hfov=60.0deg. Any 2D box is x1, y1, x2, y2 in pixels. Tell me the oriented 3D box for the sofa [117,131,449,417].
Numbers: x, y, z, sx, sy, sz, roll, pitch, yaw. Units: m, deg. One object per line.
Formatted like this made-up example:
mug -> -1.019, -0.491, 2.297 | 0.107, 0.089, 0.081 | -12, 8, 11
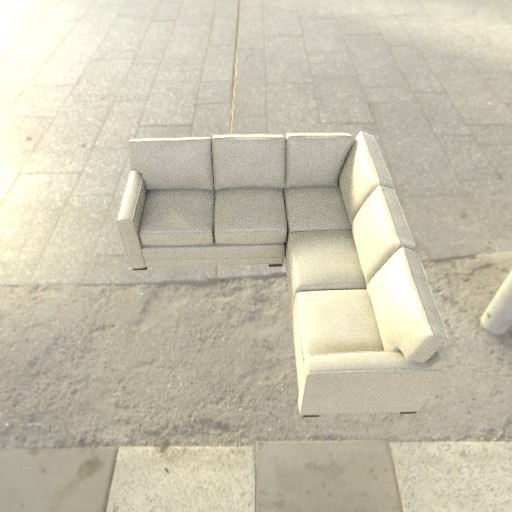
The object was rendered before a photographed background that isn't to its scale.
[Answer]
sofa -> 0.000, 0.000, 3.430 | 2.188, 0.936, 2.211 | -2, 47, -2
